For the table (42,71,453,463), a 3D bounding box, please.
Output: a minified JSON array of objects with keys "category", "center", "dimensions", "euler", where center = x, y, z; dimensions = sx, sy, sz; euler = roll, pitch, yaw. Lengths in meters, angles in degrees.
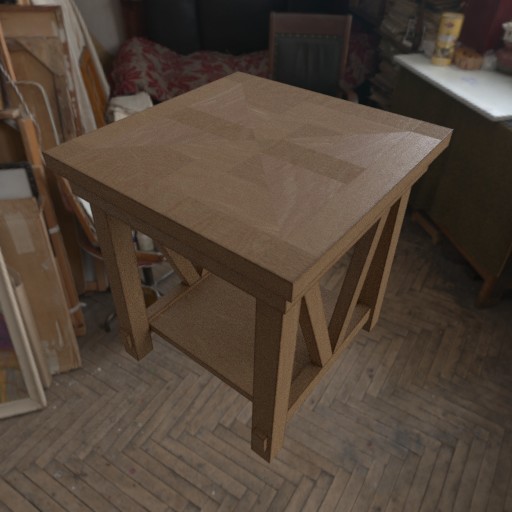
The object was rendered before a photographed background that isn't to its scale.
[{"category":"table","center":[0.000,0.000,1.132],"dimensions":[0.610,0.638,0.612],"euler":[27,48,28]}]
